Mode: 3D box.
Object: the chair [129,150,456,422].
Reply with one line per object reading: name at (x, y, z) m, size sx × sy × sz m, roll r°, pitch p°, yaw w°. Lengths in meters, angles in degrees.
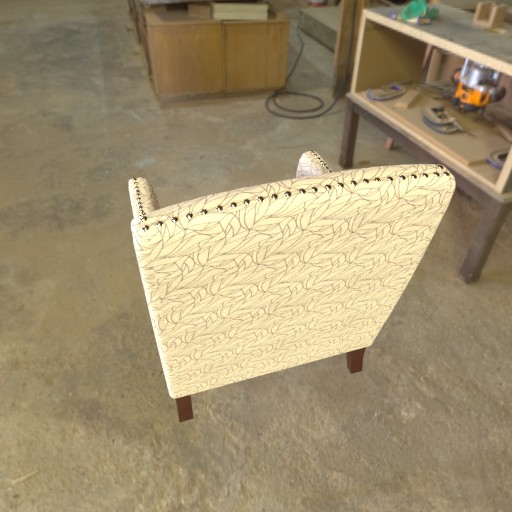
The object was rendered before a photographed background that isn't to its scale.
chair at (0.000, 0.000, 1.261) m, size 0.623 × 0.816 × 0.651 m, roll -12°, pitch 42°, yaw -13°
